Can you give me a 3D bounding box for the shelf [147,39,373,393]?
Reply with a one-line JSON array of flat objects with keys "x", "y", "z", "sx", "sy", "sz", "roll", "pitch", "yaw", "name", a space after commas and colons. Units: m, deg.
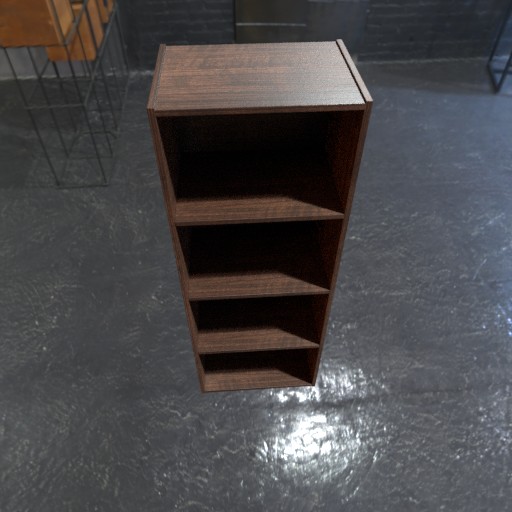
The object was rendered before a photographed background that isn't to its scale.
[{"x": 0.000, "y": 0.000, "z": 1.298, "sx": 0.415, "sy": 1.099, "sz": 0.290, "roll": -3, "pitch": 47, "yaw": -3, "name": "shelf"}]
